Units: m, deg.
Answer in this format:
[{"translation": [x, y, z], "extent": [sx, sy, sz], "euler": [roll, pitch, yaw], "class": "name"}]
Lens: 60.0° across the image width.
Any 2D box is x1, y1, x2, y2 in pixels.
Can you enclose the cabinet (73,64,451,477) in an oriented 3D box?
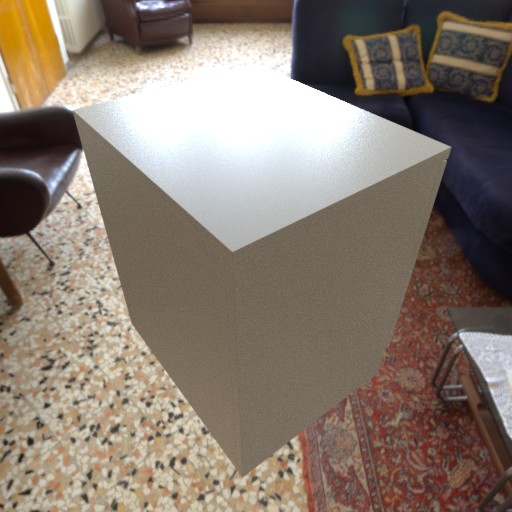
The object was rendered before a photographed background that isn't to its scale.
[{"translation": [0.000, 0.000, 0.754], "extent": [0.360, 0.470, 0.400], "euler": [-27, 47, -27], "class": "cabinet"}]
